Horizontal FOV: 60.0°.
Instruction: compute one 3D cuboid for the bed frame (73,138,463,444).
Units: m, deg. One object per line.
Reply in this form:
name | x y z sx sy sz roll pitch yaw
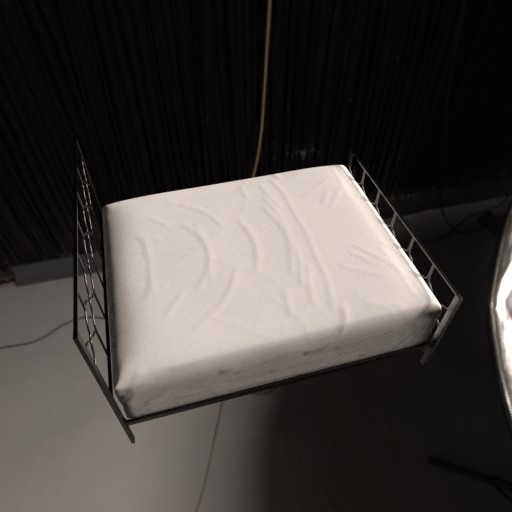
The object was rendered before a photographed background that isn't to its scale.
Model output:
bed frame | 0.000 0.000 3.045 2.063 1.222 1.597 -11 48 -10
